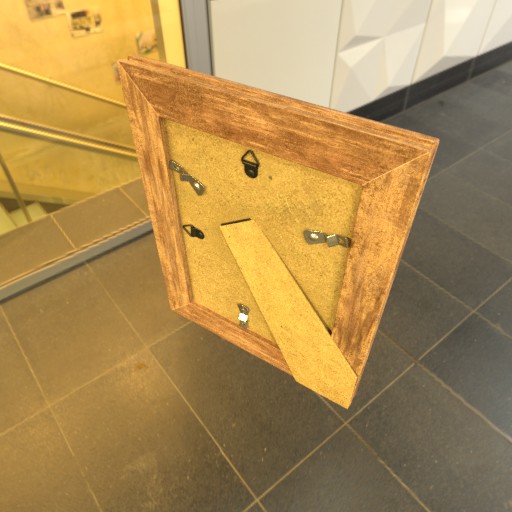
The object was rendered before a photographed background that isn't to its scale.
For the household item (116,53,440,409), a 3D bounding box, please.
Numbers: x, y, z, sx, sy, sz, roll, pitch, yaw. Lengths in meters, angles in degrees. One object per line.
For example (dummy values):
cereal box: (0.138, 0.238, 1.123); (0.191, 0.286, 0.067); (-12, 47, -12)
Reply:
household item: (0.000, 0.000, 0.313); (0.186, 0.237, 0.018); (24, 50, 22)
